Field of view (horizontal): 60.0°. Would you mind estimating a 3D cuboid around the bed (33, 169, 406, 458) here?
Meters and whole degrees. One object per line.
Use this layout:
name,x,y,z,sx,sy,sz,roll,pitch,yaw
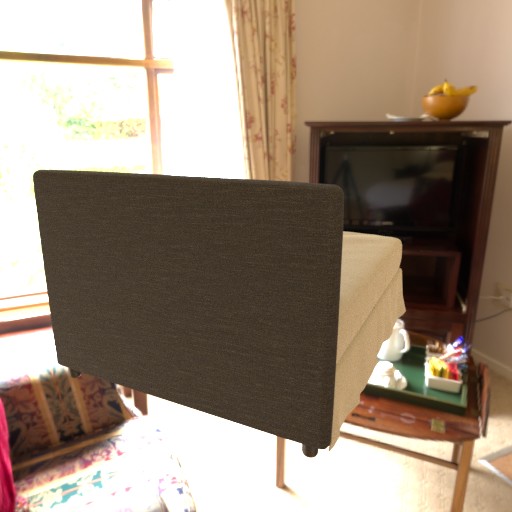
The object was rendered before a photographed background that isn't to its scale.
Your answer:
bed,0.000,0.000,3.211,1.884,1.330,2.142,8,17,26
